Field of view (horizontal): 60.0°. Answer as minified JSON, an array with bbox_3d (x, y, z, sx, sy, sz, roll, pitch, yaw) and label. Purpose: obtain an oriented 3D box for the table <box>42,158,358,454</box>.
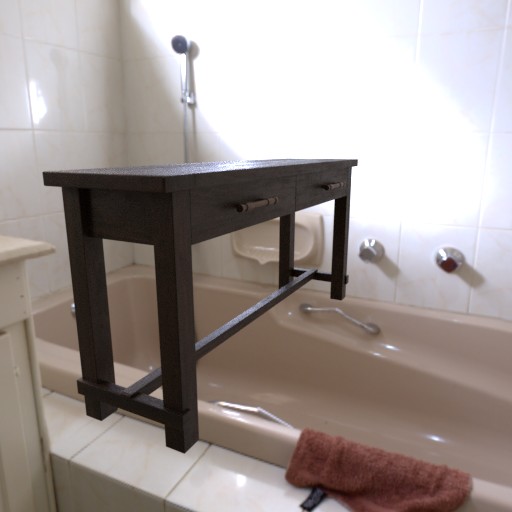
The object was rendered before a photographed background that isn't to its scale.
[{"bbox_3d":[0.000,0.000,1.854,0.442,0.762,1.599,7,16,27],"label":"table"}]
